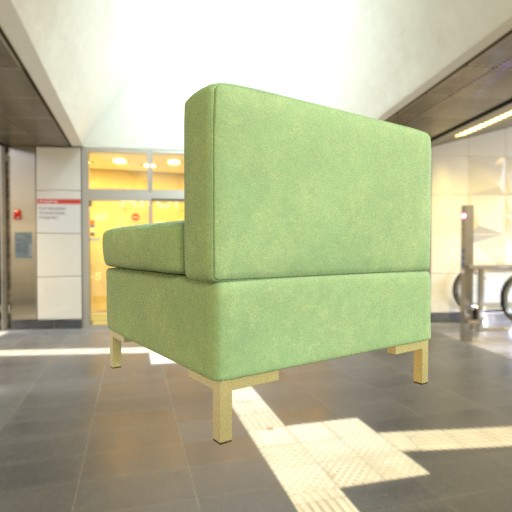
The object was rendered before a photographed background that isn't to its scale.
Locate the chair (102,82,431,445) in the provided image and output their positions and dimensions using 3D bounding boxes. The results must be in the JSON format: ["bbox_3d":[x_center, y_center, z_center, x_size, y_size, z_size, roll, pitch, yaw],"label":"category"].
[{"bbox_3d":[0.000,0.000,1.222,0.680,0.660,0.680,-1,1,-35],"label":"chair"}]
